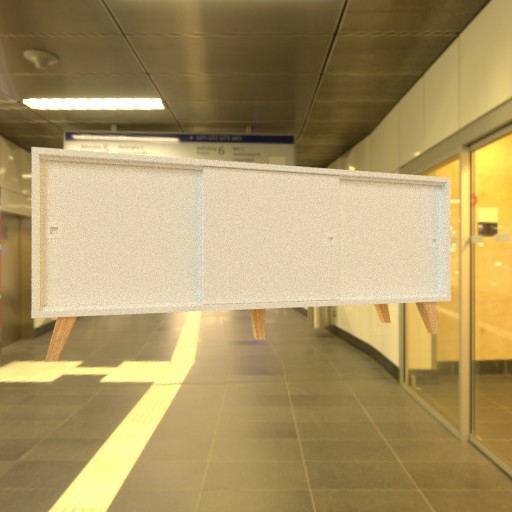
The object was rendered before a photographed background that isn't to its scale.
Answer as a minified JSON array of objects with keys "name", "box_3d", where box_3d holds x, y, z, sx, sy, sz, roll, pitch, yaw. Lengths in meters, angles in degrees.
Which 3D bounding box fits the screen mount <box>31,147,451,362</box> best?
[{"name":"screen mount","box_3d":[0.000,0.000,1.693,1.490,0.619,0.400,0,0,-19]}]
